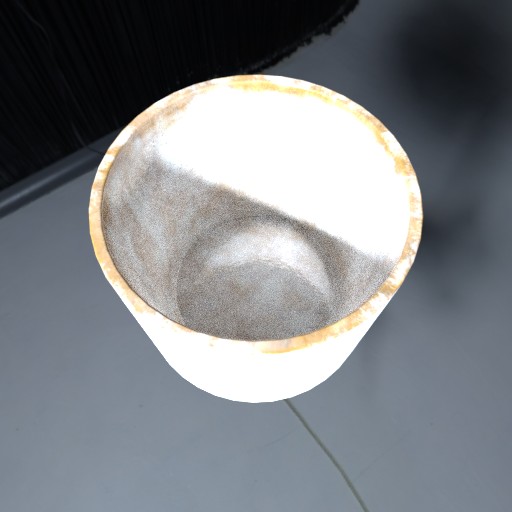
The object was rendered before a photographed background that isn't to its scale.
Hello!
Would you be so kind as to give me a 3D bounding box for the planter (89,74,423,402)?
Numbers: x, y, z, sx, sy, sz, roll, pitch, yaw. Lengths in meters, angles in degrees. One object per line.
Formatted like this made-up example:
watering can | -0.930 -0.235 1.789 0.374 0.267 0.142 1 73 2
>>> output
planter | 0.000 0.000 0.440 0.255 0.223 0.255 0 63 0
